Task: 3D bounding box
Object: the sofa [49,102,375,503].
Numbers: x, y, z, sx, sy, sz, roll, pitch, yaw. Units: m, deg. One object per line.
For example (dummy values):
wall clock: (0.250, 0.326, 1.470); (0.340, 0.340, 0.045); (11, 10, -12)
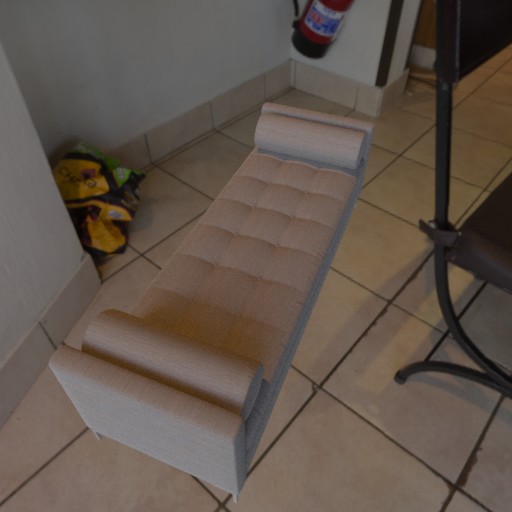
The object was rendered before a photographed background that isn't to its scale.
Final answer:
sofa: (0.000, 0.000, 2.218); (0.686, 0.635, 1.981); (16, 48, 15)
